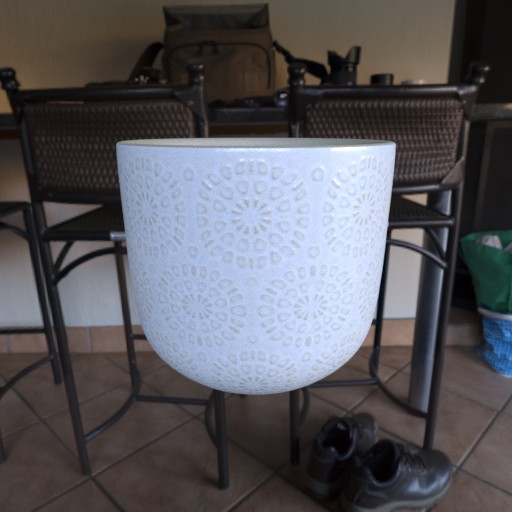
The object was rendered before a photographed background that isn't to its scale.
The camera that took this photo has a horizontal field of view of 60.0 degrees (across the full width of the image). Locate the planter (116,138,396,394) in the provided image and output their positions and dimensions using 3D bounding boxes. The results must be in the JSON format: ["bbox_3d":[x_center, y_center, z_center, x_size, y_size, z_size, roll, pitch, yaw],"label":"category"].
[{"bbox_3d":[0.000,0.000,0.302,0.170,0.152,0.170,0,16,0],"label":"planter"}]
